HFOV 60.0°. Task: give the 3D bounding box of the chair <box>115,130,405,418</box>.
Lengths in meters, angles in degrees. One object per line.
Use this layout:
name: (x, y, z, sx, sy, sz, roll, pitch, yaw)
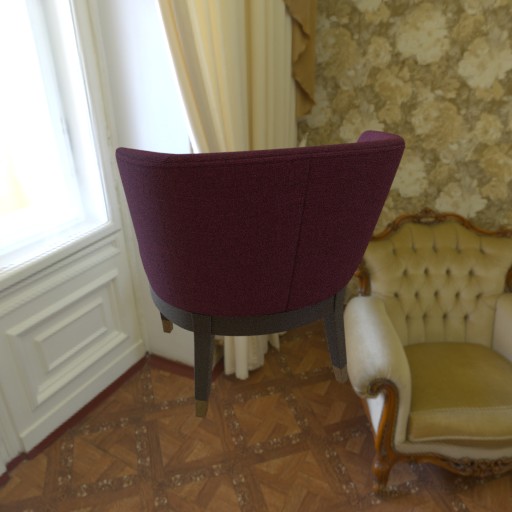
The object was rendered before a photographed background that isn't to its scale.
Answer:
chair: (0.000, 0.000, 1.289, 0.700, 0.760, 0.660, -8, 28, -16)
